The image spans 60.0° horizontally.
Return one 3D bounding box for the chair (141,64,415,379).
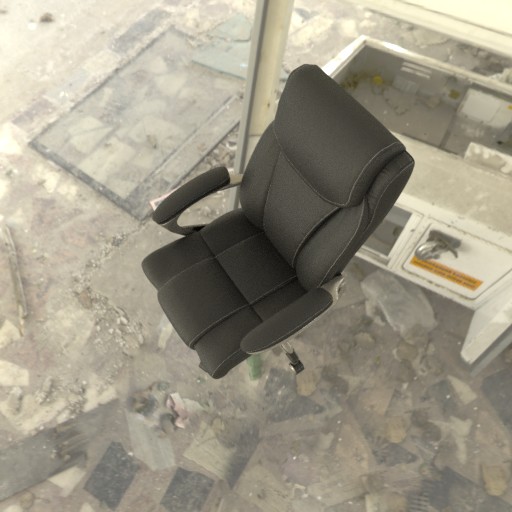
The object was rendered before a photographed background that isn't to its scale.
[{"bbox_3d":[0.000,0.000,1.675,0.784,1.167,0.741,-31,67,-15],"label":"chair"}]
